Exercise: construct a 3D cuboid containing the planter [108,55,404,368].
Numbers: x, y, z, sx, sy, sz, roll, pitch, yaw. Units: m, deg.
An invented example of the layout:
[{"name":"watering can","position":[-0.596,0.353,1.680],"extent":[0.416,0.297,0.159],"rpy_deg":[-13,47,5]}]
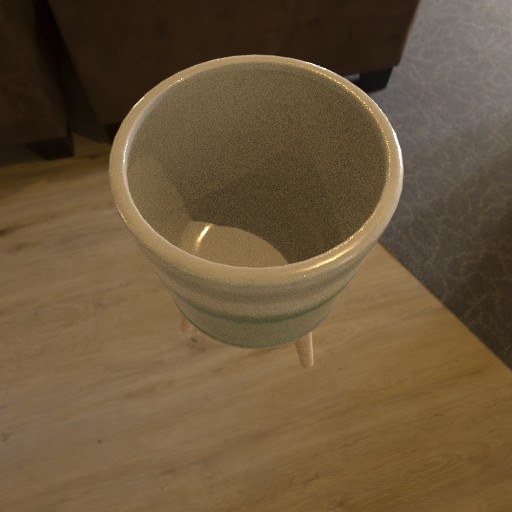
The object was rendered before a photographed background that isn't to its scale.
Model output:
[{"name":"planter","position":[0.000,0.000,0.576],"extent":[0.265,0.404,0.265],"rpy_deg":[0,62,0]}]
